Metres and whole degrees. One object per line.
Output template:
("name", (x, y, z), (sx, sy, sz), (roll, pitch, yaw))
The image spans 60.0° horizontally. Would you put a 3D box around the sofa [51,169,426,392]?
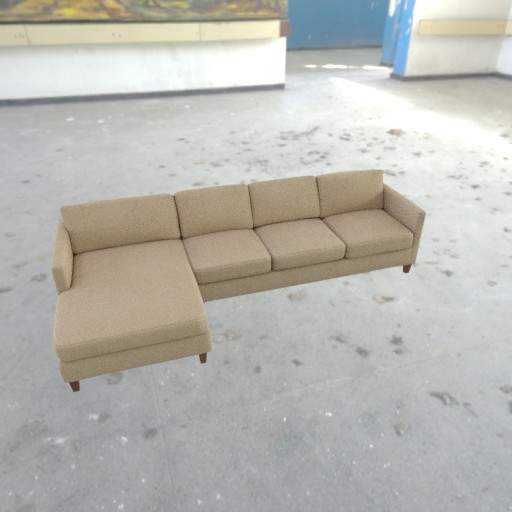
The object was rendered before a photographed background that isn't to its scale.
("sofa", (0.000, 0.000, 3.791), (3.201, 0.876, 1.502), (-9, 32, -15))
